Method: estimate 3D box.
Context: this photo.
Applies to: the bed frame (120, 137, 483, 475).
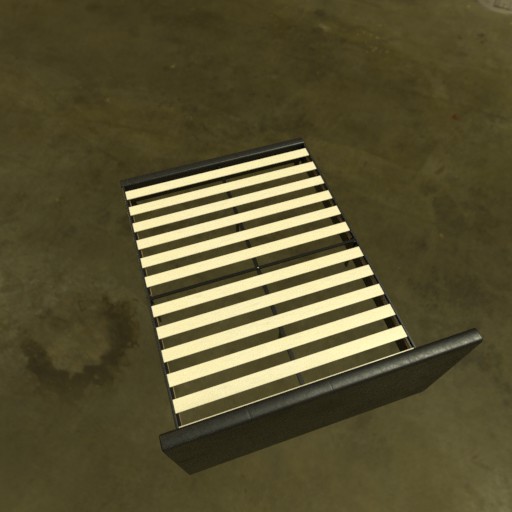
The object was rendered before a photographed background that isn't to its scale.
[{"bbox_3d":[0.000,0.000,3.126,1.634,1.127,2.318,-16,59,-10],"label":"bed frame"}]
